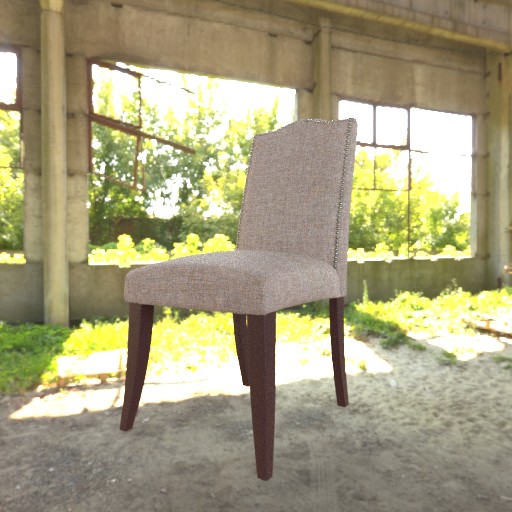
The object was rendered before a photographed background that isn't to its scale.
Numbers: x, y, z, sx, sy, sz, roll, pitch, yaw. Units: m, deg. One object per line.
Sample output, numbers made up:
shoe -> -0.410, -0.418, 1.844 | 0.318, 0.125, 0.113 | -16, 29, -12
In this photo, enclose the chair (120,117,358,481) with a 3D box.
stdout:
chair -> 0.000, 0.000, 1.413 | 0.513, 1.016, 0.660 | 0, 1, 35
